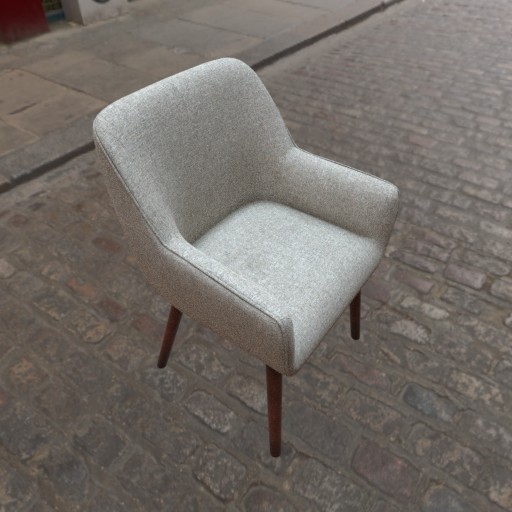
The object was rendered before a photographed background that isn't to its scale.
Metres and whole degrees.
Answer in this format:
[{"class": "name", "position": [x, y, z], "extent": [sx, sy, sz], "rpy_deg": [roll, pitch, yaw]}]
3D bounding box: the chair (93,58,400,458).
[{"class": "chair", "position": [0.000, 0.000, 1.140], "extent": [0.519, 0.803, 0.543], "rpy_deg": [26, 48, 26]}]
